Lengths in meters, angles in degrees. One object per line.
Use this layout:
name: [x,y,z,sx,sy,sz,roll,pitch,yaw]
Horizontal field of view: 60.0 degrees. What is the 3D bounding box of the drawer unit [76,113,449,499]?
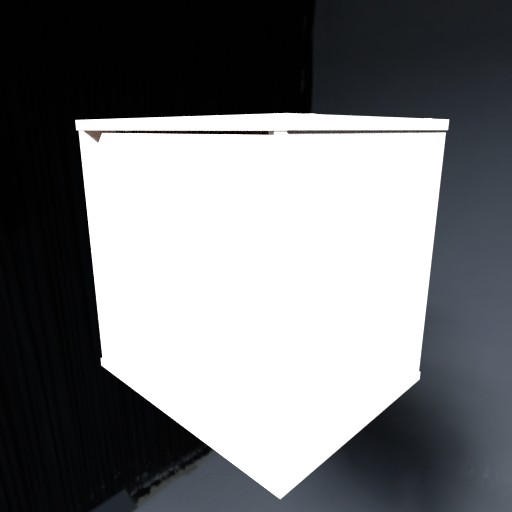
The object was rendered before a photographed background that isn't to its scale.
drawer unit: [0.000,0.000,0.584,0.349,0.344,0.290,15,22,42]
